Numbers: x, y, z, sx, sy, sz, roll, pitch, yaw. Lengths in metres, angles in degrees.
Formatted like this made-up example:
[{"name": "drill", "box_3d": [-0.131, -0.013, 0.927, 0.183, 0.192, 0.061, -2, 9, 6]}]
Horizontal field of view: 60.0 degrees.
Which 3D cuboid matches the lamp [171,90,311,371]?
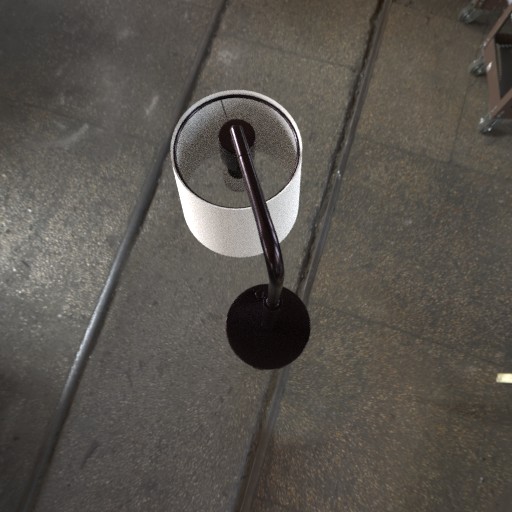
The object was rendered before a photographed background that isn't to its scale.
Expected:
[{"name": "lamp", "box_3d": [0.000, 0.000, 0.660, 0.171, 0.489, 0.333, -16, 76, -4]}]
